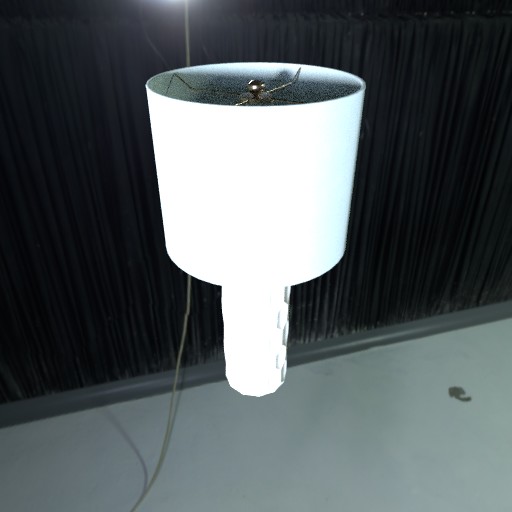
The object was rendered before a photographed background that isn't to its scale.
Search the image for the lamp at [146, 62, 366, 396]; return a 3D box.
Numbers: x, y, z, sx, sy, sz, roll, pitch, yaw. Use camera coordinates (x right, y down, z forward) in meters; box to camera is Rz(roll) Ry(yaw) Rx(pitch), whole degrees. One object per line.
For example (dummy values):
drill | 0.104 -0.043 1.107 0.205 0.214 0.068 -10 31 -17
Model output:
lamp | 0.000 0.000 0.711 0.277 0.534 0.277 -12 34 -18
